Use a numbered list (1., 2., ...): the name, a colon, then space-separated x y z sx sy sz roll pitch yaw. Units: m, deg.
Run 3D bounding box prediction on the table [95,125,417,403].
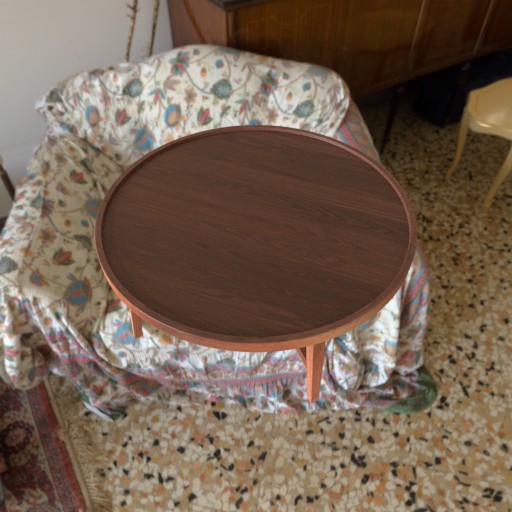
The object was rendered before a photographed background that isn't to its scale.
1. table: 0.000 0.000 1.263 0.800 0.360 0.800 0 47 0
